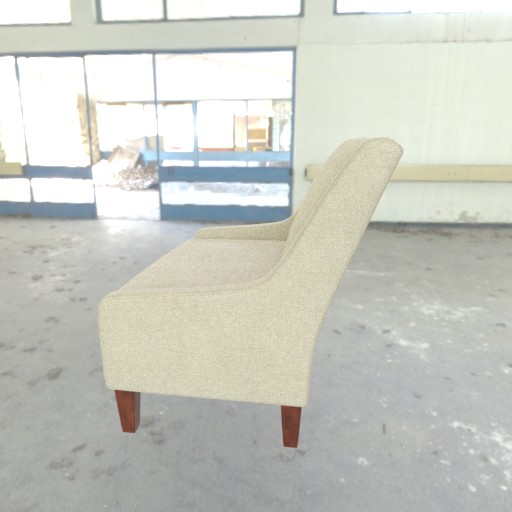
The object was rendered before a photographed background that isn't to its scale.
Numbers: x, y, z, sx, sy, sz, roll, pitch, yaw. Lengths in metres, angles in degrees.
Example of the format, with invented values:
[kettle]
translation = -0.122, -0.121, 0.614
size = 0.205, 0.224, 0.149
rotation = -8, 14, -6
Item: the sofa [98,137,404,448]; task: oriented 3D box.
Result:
[sofa]
translation = 0.000, 0.000, 1.898
size = 0.946, 0.976, 1.212
rotation = 2, 14, 8
